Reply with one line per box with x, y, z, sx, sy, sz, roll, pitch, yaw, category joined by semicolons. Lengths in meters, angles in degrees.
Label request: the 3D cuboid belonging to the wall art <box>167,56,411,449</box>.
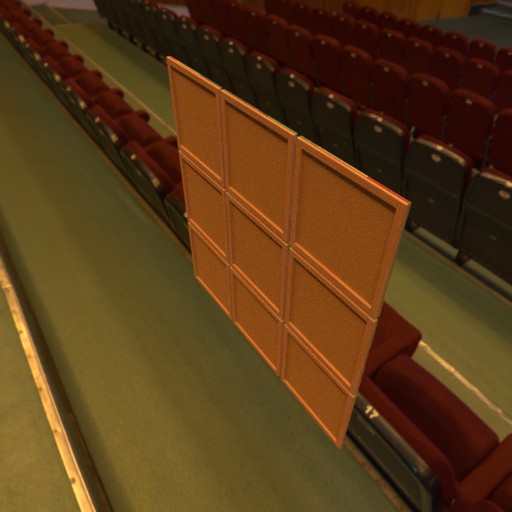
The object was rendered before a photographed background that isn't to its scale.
0.000;0.000;1.333;0.012;0.910;0.911;-25;48;-25;wall art
